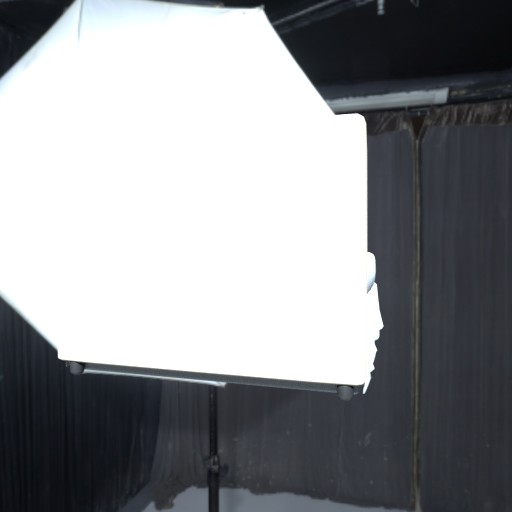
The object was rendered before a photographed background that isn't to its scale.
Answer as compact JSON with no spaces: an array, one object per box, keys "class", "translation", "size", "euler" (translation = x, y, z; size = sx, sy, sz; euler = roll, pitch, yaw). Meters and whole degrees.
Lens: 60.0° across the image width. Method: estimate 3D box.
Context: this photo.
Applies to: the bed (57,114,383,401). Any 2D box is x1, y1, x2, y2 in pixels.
[{"class":"bed","translation":[0.000,0.000,3.238],"size":[1.748,1.330,2.142],"euler":[0,0,17]}]
